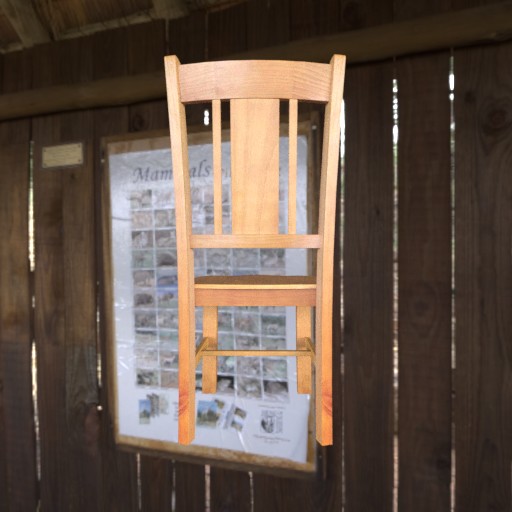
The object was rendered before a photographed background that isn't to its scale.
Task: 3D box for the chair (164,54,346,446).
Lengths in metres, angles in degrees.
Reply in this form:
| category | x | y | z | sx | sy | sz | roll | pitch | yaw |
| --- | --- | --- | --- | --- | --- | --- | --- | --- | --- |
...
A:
| category | x | y | z | sx | sy | sz | roll | pitch | yaw |
| --- | --- | --- | --- | --- | --- | --- | --- | --- | --- |
| chair | 0.000 | 0.000 | 1.356 | 0.450 | 0.998 | 0.556 | 0 | 0 | 1 |
